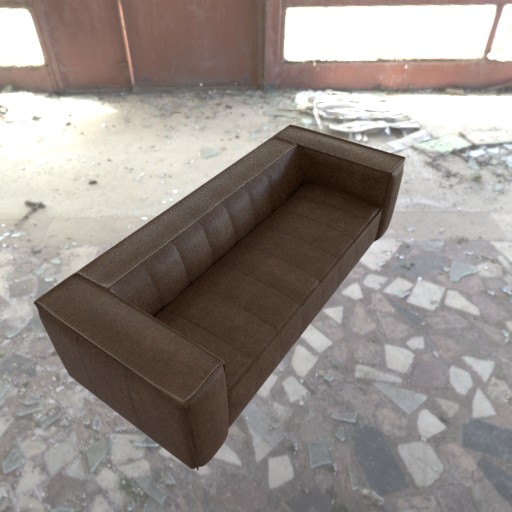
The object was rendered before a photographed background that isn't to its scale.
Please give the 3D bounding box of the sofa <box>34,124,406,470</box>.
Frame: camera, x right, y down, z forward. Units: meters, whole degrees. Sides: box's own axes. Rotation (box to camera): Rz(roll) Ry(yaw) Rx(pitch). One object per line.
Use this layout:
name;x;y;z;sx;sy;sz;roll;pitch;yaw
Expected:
sofa;0.000;0.000;3.043;1.102;0.701;2.581;25;47;25
